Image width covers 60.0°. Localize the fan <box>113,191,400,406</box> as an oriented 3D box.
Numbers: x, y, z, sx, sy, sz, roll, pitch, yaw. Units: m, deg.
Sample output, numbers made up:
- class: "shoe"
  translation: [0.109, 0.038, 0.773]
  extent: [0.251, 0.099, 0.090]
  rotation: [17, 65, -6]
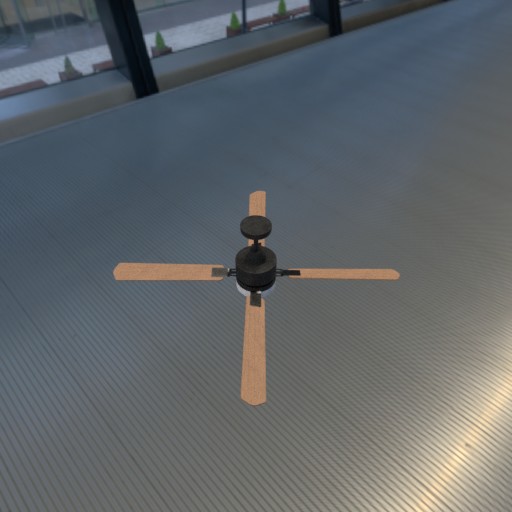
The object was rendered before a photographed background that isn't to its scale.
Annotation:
- class: "fan"
  translation: [0.000, 0.000, 1.974]
  extent: [1.320, 0.355, 1.320]
  rotation: [1, 43, 1]
